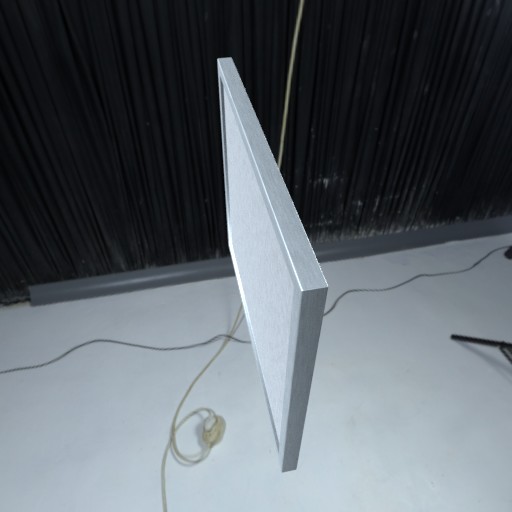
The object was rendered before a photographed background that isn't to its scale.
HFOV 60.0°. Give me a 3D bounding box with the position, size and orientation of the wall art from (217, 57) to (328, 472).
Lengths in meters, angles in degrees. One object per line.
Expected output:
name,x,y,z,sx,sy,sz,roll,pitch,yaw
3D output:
wall art,0.000,0.000,0.760,0.028,0.457,0.556,-8,45,-8
